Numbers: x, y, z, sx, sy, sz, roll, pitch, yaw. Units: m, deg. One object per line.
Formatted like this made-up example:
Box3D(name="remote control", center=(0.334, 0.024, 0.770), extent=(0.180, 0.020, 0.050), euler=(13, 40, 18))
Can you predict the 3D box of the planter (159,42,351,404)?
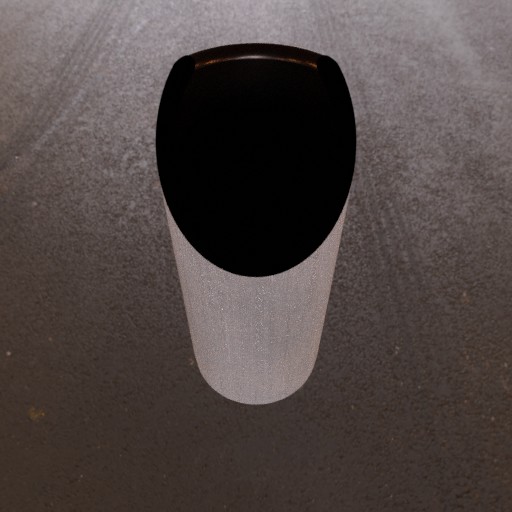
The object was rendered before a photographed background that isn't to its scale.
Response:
Box3D(name="planter", center=(0.000, 0.000, 0.128), extent=(0.045, 0.103, 0.045), euler=(31, 55, 25))
